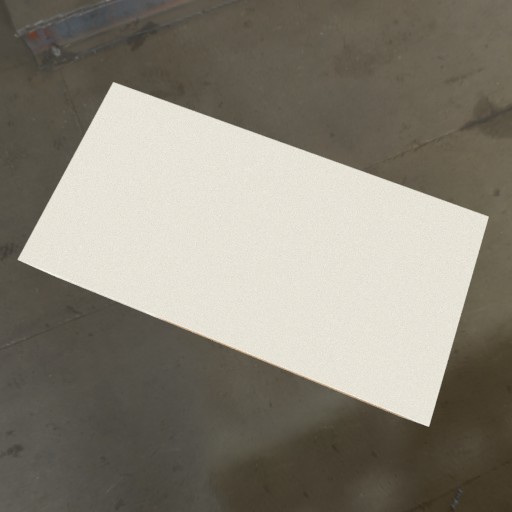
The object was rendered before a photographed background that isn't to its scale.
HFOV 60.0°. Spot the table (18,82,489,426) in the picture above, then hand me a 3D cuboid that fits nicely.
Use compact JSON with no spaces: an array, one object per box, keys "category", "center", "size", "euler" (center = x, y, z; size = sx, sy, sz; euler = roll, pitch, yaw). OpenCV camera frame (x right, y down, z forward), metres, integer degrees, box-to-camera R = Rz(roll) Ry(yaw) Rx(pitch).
[{"category":"table","center":[0.000,0.000,1.464],"size":[1.194,0.432,0.609],"euler":[21,77,5]}]
